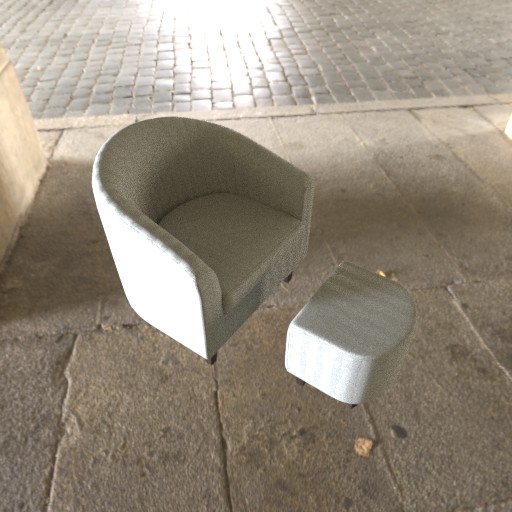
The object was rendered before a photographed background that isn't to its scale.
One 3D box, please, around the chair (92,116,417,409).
[{"bbox_3d":[0.000,0.000,1.749,1.288,0.757,0.756,25,47,26],"label":"chair"}]
